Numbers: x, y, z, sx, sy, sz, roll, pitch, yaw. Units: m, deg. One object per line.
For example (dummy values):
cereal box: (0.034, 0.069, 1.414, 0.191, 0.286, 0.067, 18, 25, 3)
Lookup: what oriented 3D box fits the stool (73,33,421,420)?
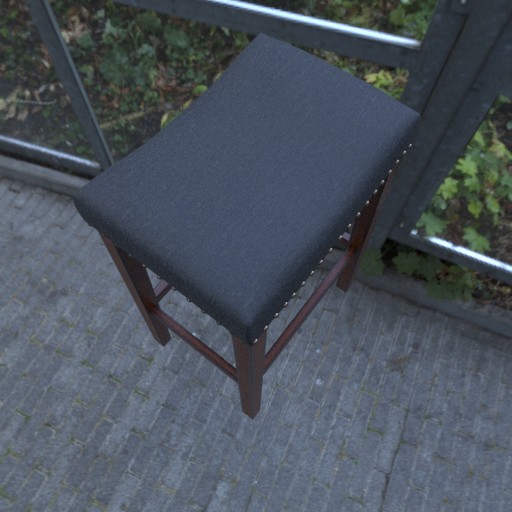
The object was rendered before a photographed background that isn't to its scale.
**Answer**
stool: (0.000, 0.000, 1.013, 0.366, 0.748, 0.502, 35, 68, 16)
